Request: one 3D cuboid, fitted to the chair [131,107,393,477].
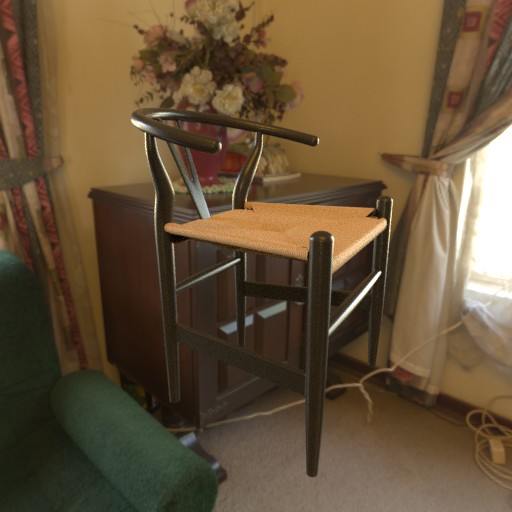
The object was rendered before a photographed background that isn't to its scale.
[{"bbox_3d":[0.000,0.000,1.149,0.570,0.739,0.570,8,18,27],"label":"chair"}]
